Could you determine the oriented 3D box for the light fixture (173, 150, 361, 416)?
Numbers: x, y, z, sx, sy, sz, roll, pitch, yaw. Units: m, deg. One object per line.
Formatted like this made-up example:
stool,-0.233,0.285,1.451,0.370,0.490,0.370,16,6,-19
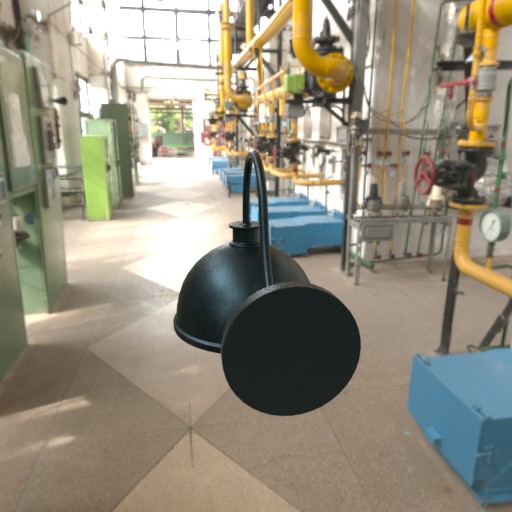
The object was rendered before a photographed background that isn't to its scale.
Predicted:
light fixture,0.000,0.000,0.637,0.253,0.295,0.467,-2,15,-8
